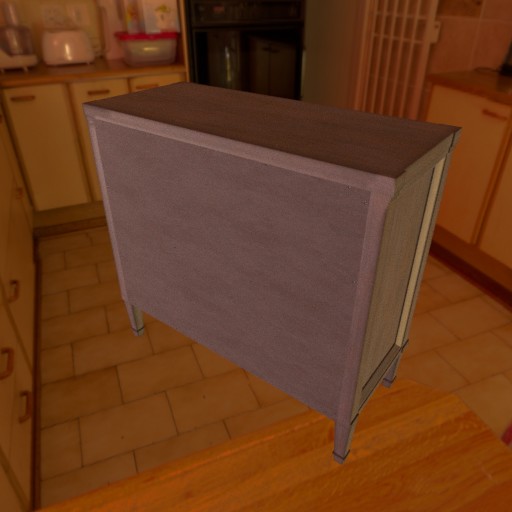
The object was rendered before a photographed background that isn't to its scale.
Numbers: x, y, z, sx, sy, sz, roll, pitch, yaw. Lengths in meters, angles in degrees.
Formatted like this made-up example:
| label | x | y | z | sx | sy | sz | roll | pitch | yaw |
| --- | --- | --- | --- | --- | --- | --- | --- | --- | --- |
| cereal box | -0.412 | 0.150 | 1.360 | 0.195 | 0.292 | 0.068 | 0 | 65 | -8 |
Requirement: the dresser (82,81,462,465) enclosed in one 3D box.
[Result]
| label | x | y | z | sx | sy | sz | roll | pitch | yaw |
| --- | --- | --- | --- | --- | --- | --- | --- | --- | --- |
| dresser | 0.000 | 0.000 | 1.565 | 1.049 | 0.986 | 0.463 | 22 | 38 | 31 |
